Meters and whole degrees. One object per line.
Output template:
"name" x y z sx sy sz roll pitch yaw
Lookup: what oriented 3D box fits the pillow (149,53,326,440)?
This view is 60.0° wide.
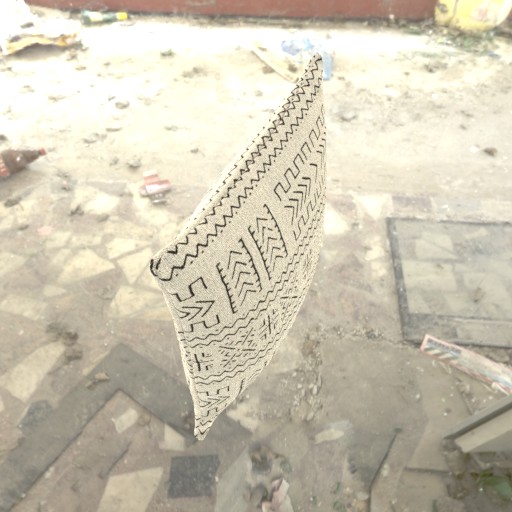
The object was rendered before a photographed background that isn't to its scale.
"pillow" 0.000 0.000 0.662 0.164 0.430 0.438 19 52 16
